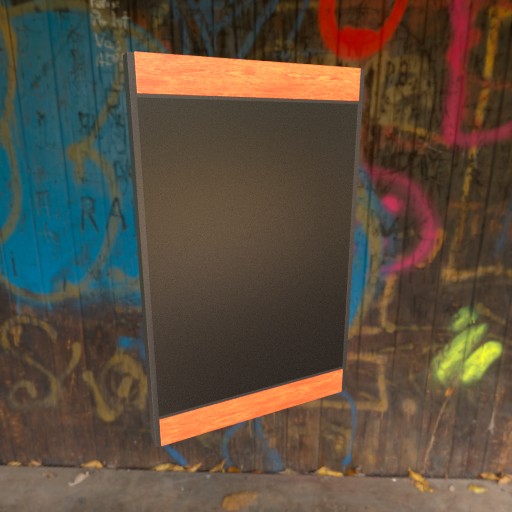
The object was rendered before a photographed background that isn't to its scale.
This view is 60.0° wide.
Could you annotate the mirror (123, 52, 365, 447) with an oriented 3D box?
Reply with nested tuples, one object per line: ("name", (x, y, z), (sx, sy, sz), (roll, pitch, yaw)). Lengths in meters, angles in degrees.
("mirror", (0.000, 0.000, 1.019), (0.525, 0.823, 0.047), (-8, 17, -25))
